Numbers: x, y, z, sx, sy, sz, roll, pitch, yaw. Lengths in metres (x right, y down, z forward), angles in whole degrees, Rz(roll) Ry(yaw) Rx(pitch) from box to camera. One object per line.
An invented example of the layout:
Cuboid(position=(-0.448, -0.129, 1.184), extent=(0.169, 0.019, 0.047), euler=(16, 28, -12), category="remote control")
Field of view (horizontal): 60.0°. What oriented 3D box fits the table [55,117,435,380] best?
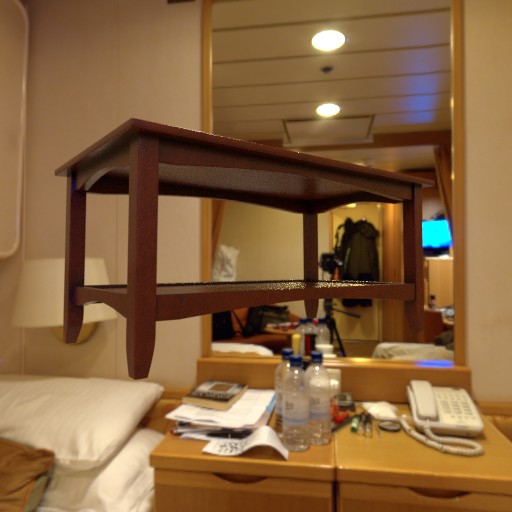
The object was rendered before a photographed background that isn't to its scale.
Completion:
Cuboid(position=(0.000, 0.000, 1.249), extent=(0.943, 0.456, 0.533), euler=(1, -1, -37), category="table")
